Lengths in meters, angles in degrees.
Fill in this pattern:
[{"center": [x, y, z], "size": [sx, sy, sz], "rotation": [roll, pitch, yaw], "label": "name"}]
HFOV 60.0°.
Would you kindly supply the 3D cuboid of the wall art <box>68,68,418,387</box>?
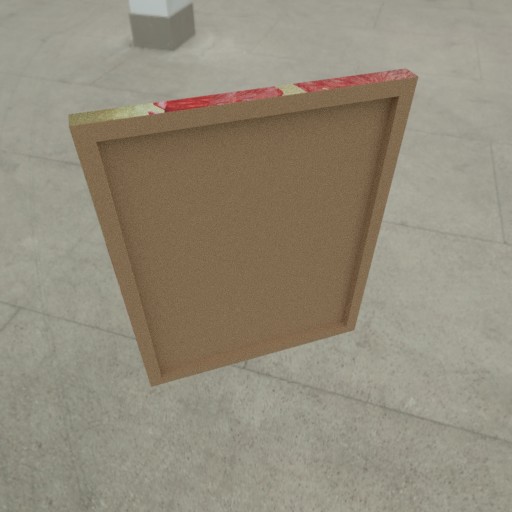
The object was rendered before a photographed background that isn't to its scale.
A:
[{"center": [0.000, 0.000, 0.677], "size": [0.406, 0.508, 0.028], "rotation": [-13, 45, -13], "label": "wall art"}]
